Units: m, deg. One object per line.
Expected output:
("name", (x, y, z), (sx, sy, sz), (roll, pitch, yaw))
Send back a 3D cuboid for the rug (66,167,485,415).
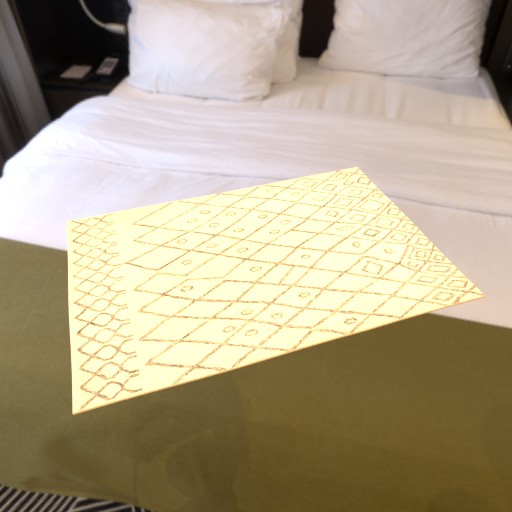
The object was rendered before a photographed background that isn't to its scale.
("rug", (0.000, 0.000, 2.263), (1.828, 0.015, 1.222), (-13, 43, -14))
